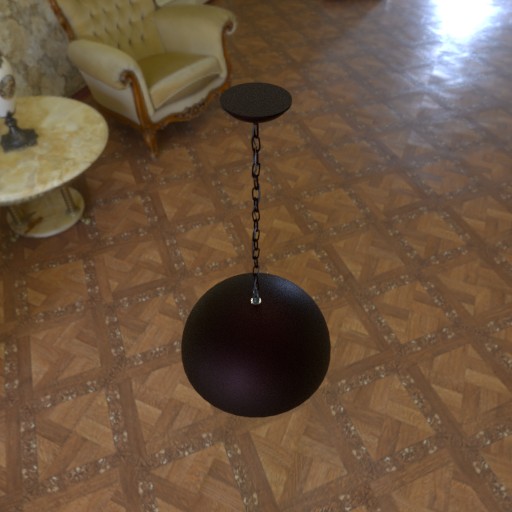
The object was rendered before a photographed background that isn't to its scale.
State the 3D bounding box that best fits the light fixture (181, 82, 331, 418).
[{"bbox_3d":[0.000,0.000,1.162,0.492,0.869,0.492,-17,49,-16],"label":"light fixture"}]
